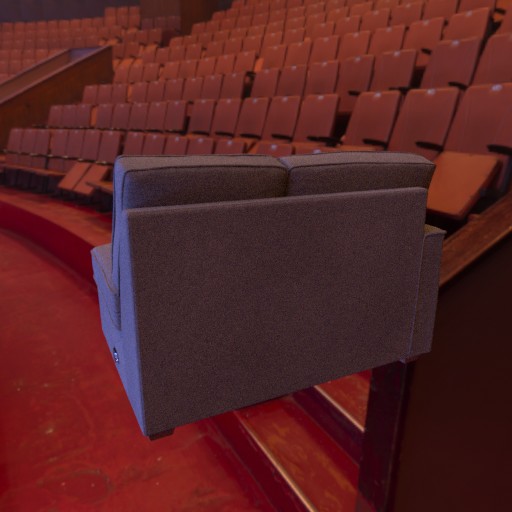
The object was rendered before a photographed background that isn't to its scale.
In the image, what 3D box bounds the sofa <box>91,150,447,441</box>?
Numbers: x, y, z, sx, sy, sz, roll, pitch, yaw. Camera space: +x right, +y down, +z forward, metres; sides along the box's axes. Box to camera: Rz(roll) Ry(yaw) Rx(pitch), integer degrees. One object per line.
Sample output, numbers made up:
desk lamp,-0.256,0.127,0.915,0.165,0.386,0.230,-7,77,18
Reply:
sofa,0.000,0.000,2.083,1.388,0.989,0.991,-8,18,-26
